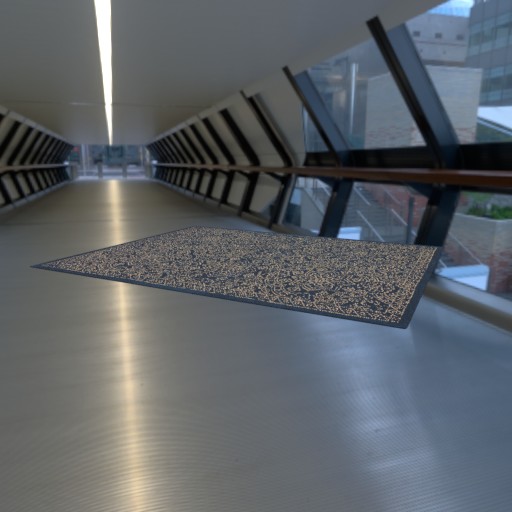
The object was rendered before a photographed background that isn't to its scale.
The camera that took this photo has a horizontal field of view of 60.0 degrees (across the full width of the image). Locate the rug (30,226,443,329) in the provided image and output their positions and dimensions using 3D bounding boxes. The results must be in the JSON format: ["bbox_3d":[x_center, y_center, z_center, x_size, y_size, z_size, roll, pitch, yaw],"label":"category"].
[{"bbox_3d":[0.000,0.000,4.119,3.048,0.010,2.438,6,14,26],"label":"rug"}]
